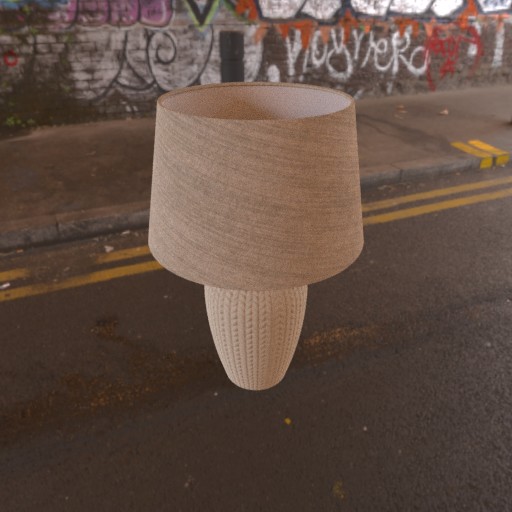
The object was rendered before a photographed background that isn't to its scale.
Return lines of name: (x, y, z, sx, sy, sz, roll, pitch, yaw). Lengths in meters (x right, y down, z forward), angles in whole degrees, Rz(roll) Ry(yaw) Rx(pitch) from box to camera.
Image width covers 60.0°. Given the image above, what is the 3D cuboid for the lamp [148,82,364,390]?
lamp: (0.000, 0.000, 0.847, 0.390, 0.580, 0.390, 0, 30, 0)
